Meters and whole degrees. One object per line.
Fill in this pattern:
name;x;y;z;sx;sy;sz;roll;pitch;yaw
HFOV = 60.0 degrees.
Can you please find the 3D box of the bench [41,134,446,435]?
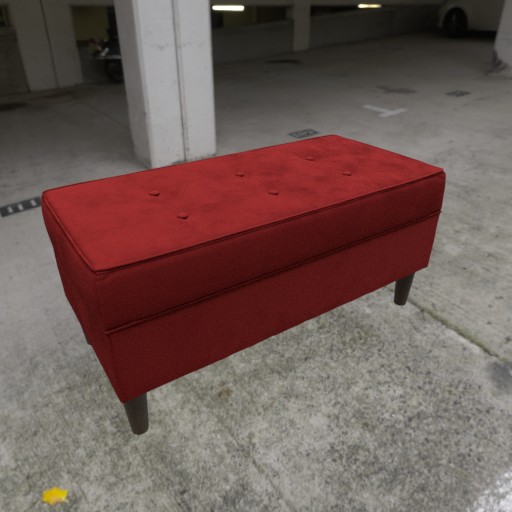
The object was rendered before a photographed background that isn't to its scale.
bench;0.000;0.000;1.290;1.016;0.471;0.492;-18;35;-29
